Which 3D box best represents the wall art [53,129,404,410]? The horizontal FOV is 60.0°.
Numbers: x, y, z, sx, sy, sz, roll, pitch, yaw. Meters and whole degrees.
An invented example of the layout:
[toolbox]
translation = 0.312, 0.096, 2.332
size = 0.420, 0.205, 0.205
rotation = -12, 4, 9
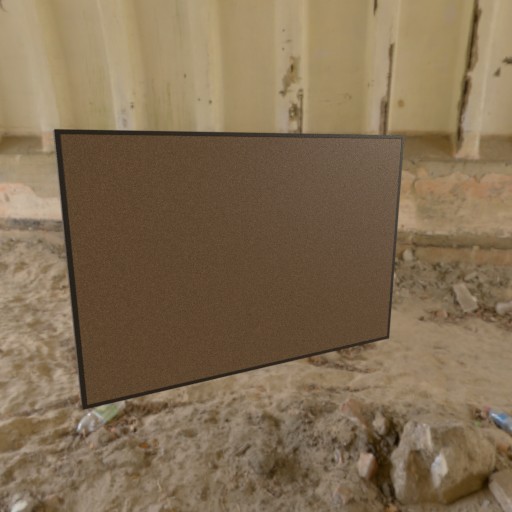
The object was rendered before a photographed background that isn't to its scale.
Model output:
[wall art]
translation = 0.000, 0.000, 1.198
size = 0.939, 0.640, 0.058
rotation = -6, 15, -25
